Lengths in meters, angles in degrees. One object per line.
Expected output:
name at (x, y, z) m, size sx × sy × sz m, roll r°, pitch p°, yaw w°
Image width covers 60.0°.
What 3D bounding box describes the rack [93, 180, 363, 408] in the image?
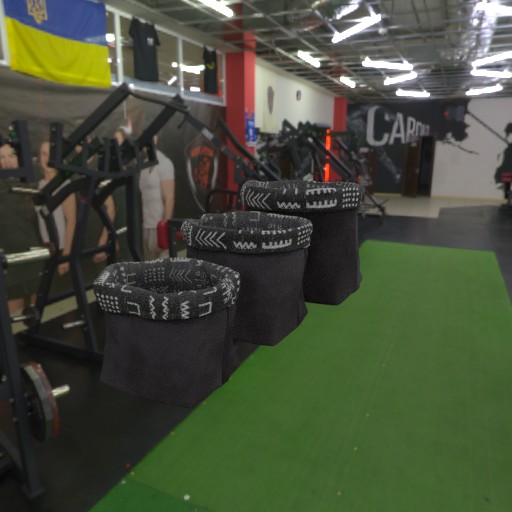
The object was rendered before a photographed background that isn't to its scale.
rack at (0.000, 0.000, 1.107) m, size 0.379 × 0.323 × 0.905 m, roll 7°, pitch 15°, yaw 26°
